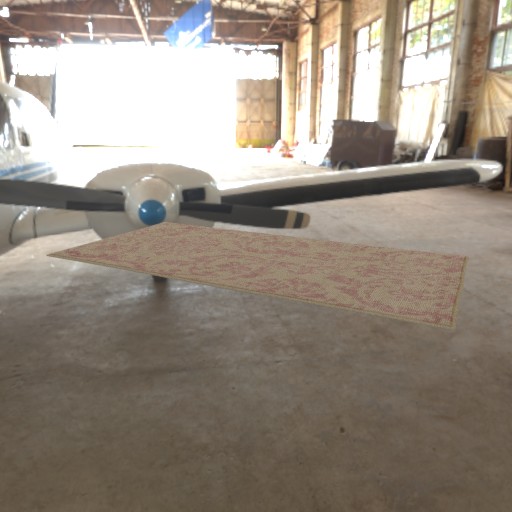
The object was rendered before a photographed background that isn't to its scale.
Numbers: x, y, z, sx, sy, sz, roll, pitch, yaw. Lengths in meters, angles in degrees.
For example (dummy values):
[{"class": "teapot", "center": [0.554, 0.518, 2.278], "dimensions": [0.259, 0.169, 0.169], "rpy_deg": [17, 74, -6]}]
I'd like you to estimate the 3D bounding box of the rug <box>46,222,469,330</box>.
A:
[{"class": "rug", "center": [0.000, 0.000, 1.425], "dimensions": [1.219, 0.007, 0.604], "rpy_deg": [8, 18, 26]}]
